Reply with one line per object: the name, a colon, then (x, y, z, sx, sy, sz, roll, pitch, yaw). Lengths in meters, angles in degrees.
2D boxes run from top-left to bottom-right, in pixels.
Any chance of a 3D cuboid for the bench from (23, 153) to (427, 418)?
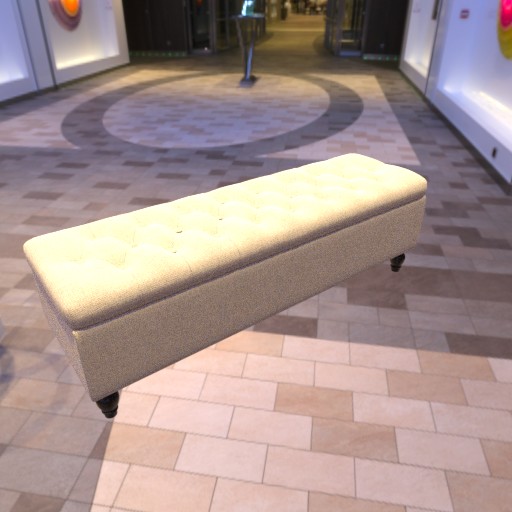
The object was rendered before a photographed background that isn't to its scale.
bench: (0.000, 0.000, 1.691, 1.480, 0.467, 0.455, -21, 36, -32)
